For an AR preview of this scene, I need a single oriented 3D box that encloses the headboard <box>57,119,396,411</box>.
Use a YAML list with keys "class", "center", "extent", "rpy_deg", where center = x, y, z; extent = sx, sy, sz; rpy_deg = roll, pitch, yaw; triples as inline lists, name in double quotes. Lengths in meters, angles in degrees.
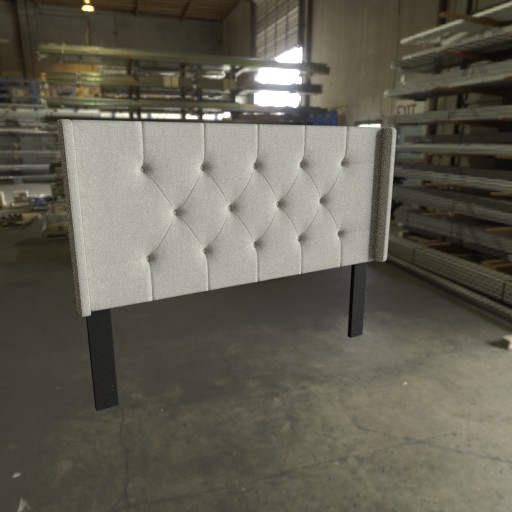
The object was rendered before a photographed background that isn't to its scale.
- class: "headboard"
  center: [0.000, 0.000, 2.672]
  extent: [2.051, 1.524, 0.184]
  rpy_deg: [-8, 17, -30]
